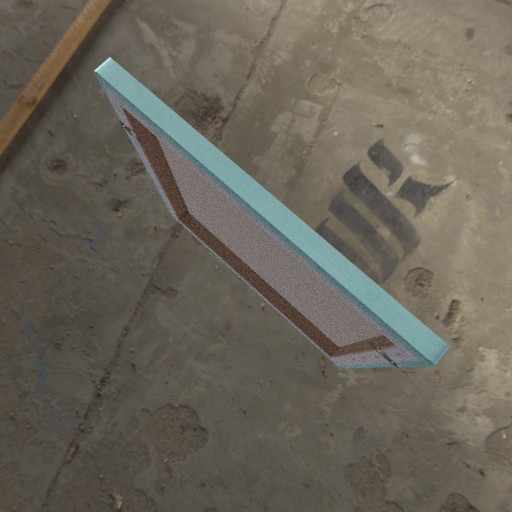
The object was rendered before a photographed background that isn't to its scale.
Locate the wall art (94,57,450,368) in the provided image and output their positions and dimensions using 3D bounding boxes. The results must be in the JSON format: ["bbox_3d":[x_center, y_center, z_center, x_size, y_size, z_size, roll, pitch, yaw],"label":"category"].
[{"bbox_3d":[0.000,0.000,1.551,1.071,1.073,0.070,41,79,10],"label":"wall art"}]
